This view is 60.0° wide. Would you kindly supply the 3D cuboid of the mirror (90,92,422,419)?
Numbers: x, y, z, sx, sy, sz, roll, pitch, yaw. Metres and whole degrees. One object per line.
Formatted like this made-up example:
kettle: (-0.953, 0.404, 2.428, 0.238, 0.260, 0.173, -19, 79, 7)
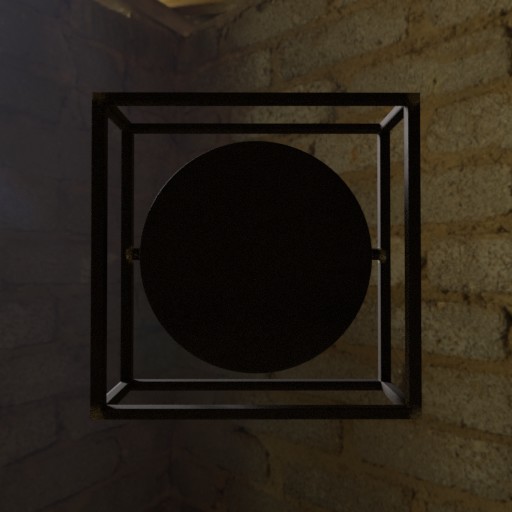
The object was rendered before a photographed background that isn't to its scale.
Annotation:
mirror: (0.000, 0.000, 0.464, 0.306, 0.303, 0.107, 0, -1, 0)
